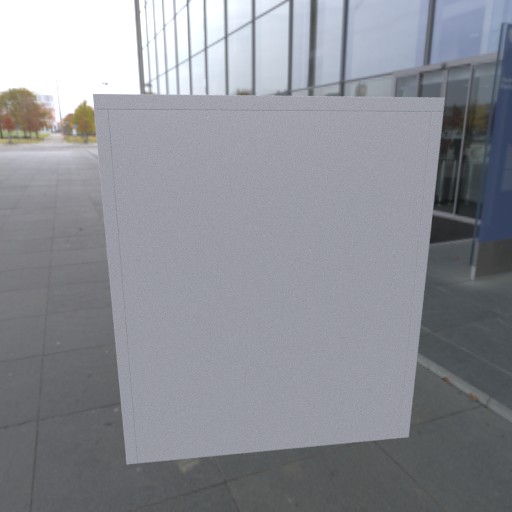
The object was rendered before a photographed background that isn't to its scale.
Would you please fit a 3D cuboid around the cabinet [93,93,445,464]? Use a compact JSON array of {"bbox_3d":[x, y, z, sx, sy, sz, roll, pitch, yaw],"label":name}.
[{"bbox_3d":[0.000,0.000,0.730,0.400,0.470,0.360,-2,16,-8],"label":"cabinet"}]
